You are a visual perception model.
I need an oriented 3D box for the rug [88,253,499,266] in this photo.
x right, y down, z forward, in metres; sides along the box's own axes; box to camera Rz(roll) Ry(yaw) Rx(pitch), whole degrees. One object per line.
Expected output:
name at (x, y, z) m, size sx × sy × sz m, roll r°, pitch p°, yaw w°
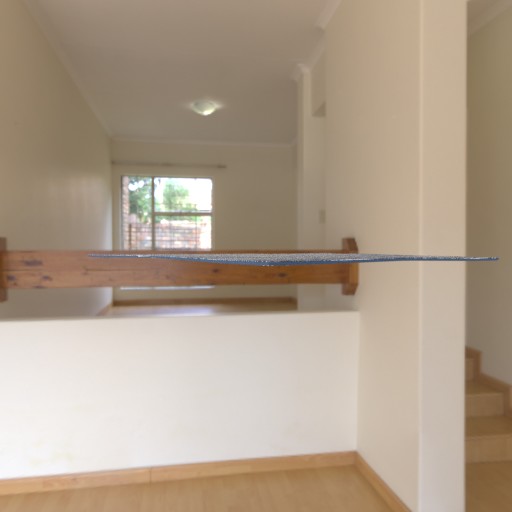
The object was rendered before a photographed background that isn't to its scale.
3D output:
rug at (0.000, 0.000, 2.185) m, size 1.159 × 0.025 × 1.793 m, roll -1°, pitch 1°, yaw -34°
